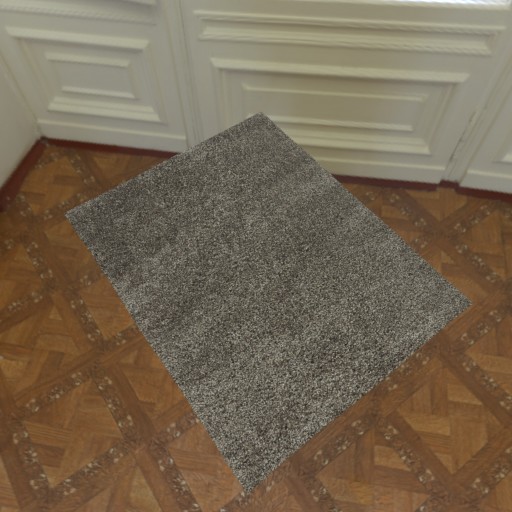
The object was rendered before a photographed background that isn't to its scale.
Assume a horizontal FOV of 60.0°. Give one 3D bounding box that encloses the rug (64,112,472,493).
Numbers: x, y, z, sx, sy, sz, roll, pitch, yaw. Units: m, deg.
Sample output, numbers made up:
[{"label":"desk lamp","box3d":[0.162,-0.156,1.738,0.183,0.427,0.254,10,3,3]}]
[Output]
[{"label":"rug","box3d":[0.000,0.000,4.049,2.401,0.025,3.000,-33,64,-18]}]
